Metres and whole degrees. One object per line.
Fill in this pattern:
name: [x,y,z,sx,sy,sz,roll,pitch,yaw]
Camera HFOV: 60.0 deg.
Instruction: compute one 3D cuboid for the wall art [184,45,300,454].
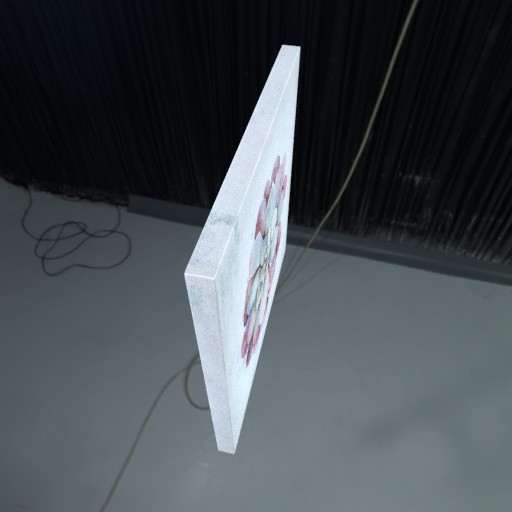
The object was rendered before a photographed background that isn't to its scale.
wall art: [0.000,0.000,0.919,0.044,0.605,0.605,10,49,8]
